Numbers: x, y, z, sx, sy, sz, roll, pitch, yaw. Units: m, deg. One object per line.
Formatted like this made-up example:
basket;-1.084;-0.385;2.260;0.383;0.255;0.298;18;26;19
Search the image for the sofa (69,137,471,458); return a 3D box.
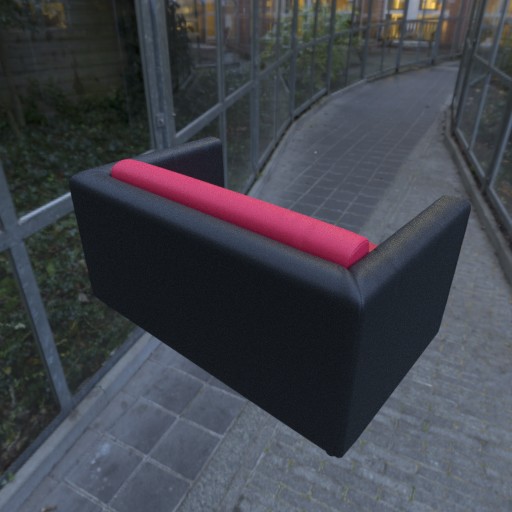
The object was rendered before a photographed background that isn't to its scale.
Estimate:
sofa;0.000;0.000;1.914;1.410;0.735;0.845;23;37;34
